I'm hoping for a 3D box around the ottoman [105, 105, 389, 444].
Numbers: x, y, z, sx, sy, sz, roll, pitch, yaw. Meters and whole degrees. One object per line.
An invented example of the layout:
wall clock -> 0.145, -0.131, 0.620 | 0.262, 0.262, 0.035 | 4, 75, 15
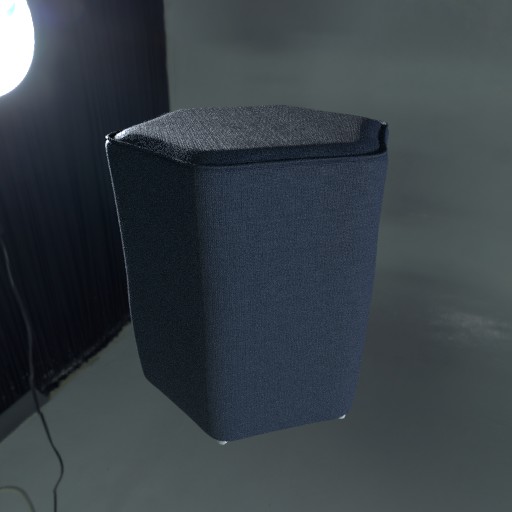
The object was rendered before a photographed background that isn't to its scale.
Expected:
ottoman -> 0.000, 0.000, 0.858 | 0.454, 0.505, 0.492 | 9, 28, 17
